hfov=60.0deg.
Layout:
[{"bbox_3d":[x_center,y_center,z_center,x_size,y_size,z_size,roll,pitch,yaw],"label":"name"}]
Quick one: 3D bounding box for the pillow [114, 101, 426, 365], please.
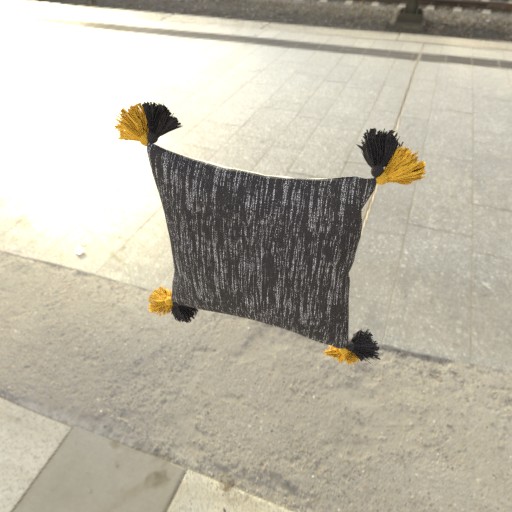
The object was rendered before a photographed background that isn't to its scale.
[{"bbox_3d":[0.000,0.000,1.014,0.654,0.659,0.139,12,42,14],"label":"pillow"}]
